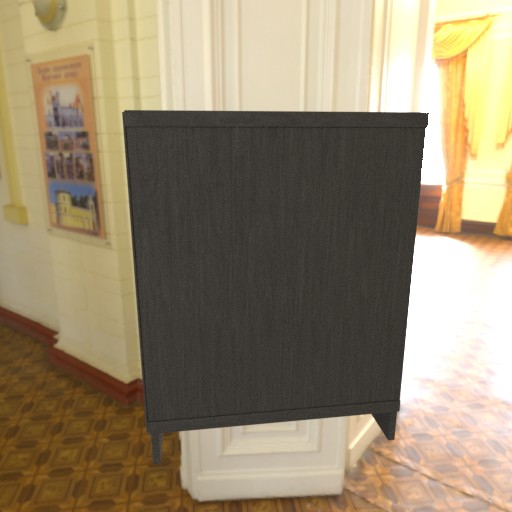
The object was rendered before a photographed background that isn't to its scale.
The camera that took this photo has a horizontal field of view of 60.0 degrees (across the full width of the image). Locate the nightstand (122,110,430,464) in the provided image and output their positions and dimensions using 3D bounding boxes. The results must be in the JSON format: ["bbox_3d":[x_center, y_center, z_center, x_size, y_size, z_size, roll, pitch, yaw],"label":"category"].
[{"bbox_3d":[0.000,0.000,0.753,0.347,0.448,0.427,-2,15,-8],"label":"nightstand"}]
